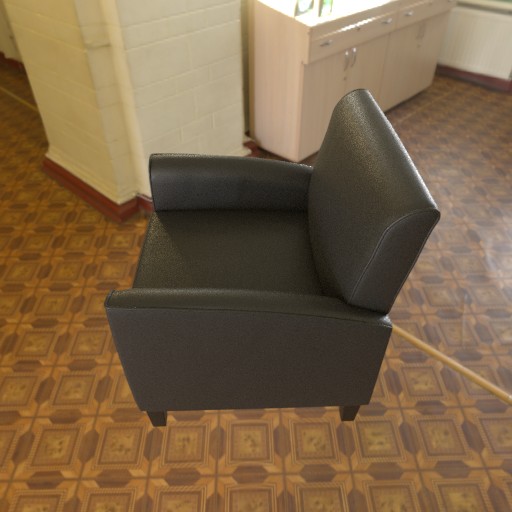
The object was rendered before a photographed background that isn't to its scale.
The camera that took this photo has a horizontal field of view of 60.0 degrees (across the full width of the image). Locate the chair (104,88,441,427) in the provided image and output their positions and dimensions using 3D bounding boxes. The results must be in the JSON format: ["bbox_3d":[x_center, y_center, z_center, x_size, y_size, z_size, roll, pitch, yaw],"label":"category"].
[{"bbox_3d":[0.000,0.000,1.544,0.819,0.916,0.820,-1,41,-1],"label":"chair"}]
